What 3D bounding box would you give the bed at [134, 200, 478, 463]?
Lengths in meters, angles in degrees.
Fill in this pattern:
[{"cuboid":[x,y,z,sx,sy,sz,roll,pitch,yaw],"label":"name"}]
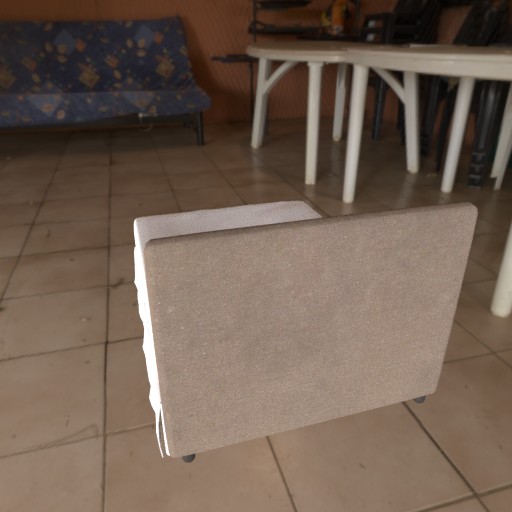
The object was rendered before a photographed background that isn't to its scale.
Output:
[{"cuboid":[0.000,0.000,3.176,1.723,1.330,2.142,-8,27,-15],"label":"bed"}]
